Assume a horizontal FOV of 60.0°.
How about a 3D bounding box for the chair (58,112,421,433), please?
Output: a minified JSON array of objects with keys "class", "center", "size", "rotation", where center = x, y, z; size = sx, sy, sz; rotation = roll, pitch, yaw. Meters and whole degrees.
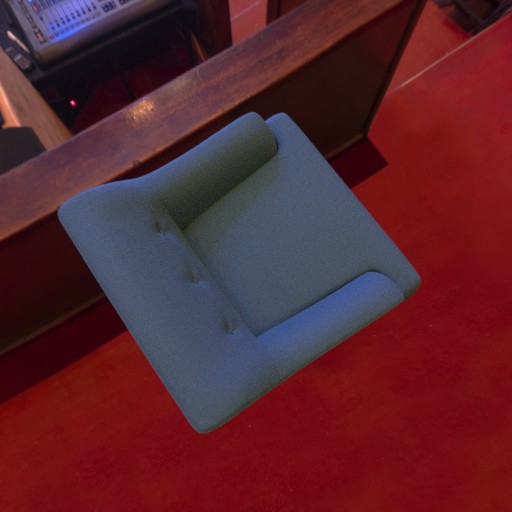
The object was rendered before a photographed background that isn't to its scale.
[{"class":"chair","center":[0.000,0.000,1.705],"size":[0.951,0.818,0.946],"rotation":[-35,79,-8]}]
